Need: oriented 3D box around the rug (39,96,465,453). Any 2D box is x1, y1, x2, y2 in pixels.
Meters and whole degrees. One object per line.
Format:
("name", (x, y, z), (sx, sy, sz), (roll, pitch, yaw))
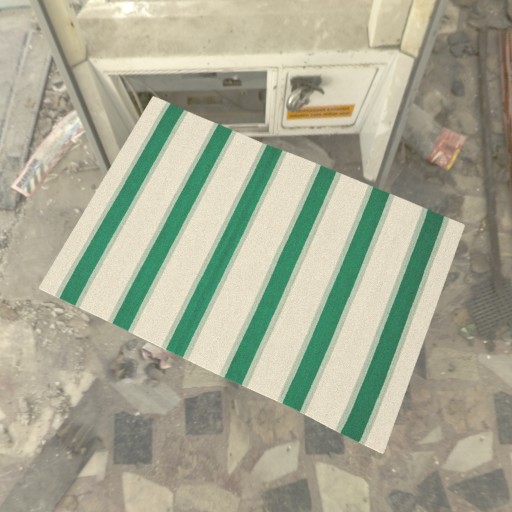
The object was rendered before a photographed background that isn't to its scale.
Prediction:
("rug", (0.000, 0.000, 2.255), (1.829, 0.012, 1.210), (24, 76, 6))
